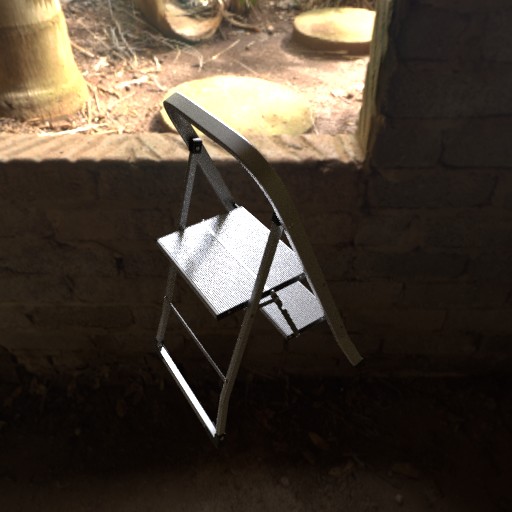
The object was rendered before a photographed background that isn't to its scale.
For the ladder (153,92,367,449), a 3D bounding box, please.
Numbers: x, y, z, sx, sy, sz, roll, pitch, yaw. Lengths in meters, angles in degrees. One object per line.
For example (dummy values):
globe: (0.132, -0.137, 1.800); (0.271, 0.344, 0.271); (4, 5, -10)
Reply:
ladder: (0.000, 0.000, 1.153); (0.530, 0.830, 0.465); (-24, 47, -25)
